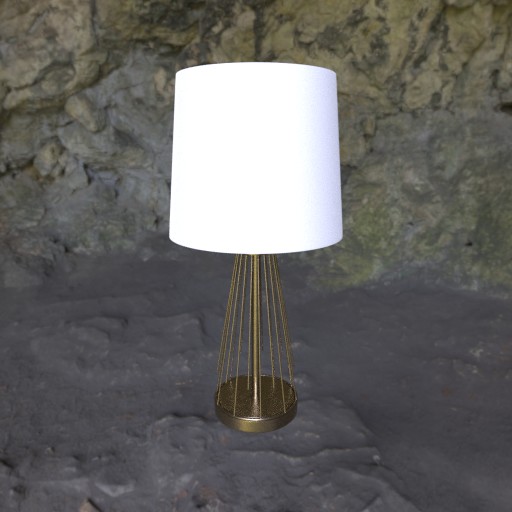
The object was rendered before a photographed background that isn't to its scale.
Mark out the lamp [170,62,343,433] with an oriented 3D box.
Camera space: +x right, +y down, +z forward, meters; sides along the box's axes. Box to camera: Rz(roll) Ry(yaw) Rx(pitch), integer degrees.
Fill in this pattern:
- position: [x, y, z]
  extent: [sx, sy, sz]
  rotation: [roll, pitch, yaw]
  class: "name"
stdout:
- position: [0.000, 0.000, 0.800]
  extent: [0.303, 0.618, 0.303]
  rotation: [0, 14, 0]
  class: "lamp"
